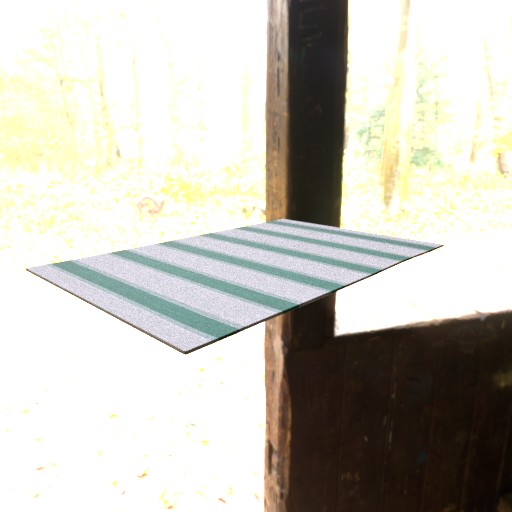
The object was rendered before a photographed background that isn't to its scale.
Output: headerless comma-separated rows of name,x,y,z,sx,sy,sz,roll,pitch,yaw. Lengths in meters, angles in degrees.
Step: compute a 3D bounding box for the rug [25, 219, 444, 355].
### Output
rug,0.000,0.000,2.282,1.210,0.012,1.829,14,20,42
